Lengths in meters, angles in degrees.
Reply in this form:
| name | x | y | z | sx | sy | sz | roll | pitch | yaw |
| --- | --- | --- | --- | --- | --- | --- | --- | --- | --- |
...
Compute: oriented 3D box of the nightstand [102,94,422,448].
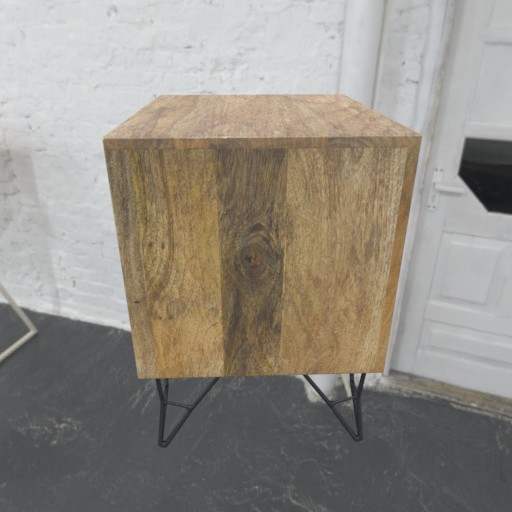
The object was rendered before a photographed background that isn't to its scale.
| name | x | y | z | sx | sy | sz | roll | pitch | yaw |
| --- | --- | --- | --- | --- | --- | --- | --- | --- | --- |
| nightstand | 0.000 | 0.000 | 0.882 | 0.406 | 0.559 | 0.457 | -1 | 26 | -2 |
